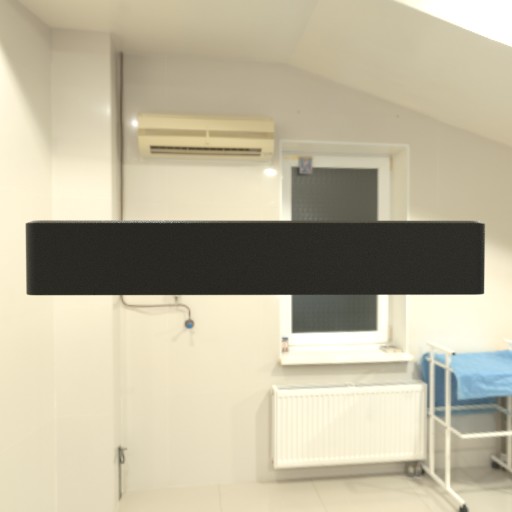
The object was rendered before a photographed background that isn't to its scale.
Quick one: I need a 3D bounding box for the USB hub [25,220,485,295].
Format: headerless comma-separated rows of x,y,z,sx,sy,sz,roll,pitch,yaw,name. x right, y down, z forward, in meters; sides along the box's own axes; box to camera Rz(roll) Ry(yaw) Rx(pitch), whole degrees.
0.000,0.000,0.158,0.145,0.023,0.044,0,1,-1,USB hub
